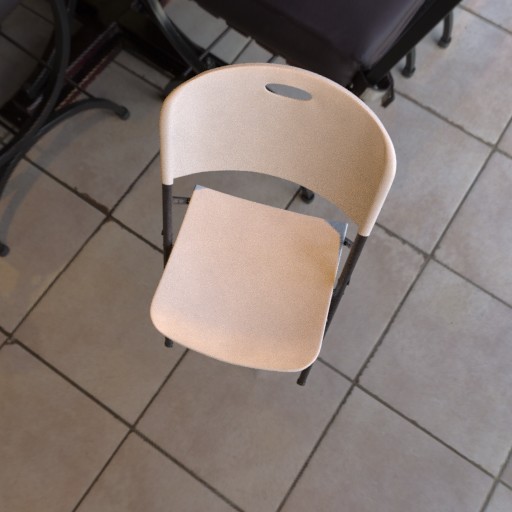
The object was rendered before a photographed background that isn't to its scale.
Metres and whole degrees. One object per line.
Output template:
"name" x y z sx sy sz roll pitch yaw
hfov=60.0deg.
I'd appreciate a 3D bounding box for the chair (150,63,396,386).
"chair" 0.000 0.000 1.171 0.494 0.810 0.566 15 75 4
